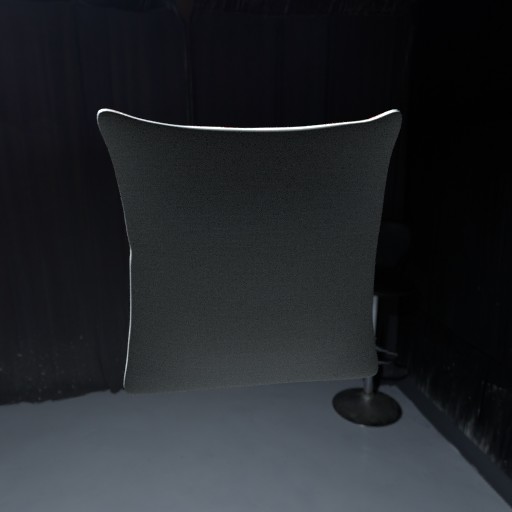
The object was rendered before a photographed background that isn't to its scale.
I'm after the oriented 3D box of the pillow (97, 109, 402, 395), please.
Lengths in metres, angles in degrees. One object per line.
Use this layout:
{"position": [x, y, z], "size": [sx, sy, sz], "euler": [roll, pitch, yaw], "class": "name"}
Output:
{"position": [0.000, 0.000, 0.708], "size": [0.451, 0.449, 0.191], "euler": [-2, 14, -8], "class": "pillow"}
